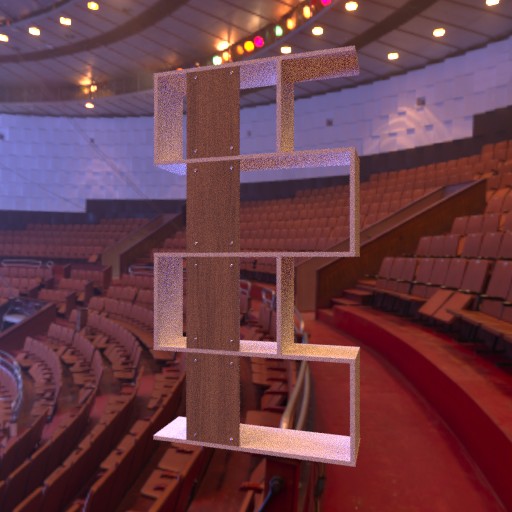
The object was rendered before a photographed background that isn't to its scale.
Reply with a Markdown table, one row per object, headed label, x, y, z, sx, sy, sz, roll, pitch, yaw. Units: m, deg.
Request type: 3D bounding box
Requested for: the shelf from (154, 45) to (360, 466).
| label | x | y | z | sx | sy | sz | roll | pitch | yaw |
| --- | --- | --- | --- | --- | --- | --- | --- | --- | --- |
| shelf | 0.000 | 0.000 | 1.985 | 0.890 | 1.650 | 0.250 | 0 | 0 | 17 |
